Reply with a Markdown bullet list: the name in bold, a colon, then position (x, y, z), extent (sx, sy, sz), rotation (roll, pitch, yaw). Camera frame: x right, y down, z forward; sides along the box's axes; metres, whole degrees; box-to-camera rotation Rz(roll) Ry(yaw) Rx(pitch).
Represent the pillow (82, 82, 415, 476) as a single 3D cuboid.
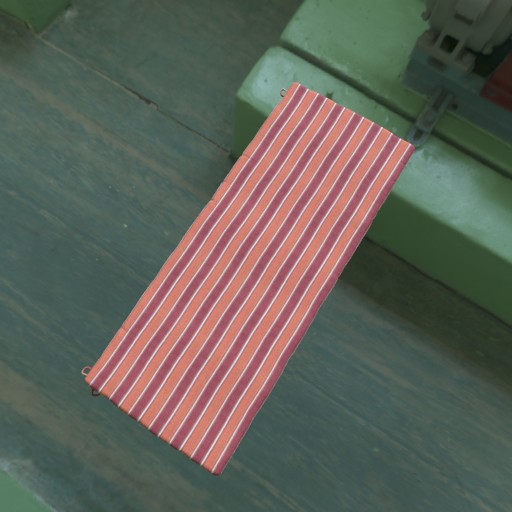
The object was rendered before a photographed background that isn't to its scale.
- **pillow**: position (0.000, 0.000, 1.347), extent (0.492, 0.081, 1.187), rotation (32, 78, 8)
